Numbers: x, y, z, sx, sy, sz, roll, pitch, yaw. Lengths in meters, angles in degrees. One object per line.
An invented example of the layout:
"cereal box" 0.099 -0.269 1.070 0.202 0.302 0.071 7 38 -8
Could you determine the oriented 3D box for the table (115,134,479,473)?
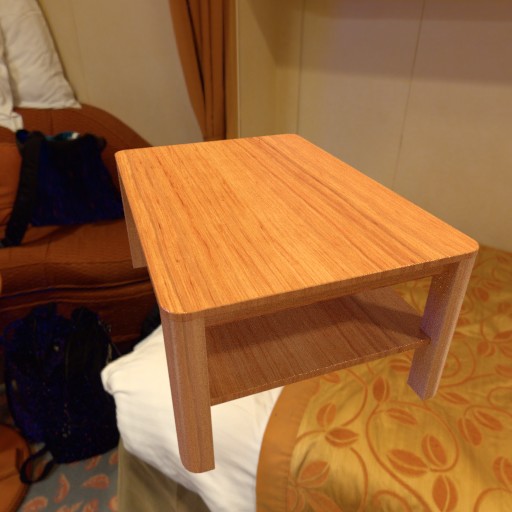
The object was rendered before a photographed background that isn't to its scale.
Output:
"table" 0.000 0.000 1.363 0.696 0.445 0.997 -10 32 -17
